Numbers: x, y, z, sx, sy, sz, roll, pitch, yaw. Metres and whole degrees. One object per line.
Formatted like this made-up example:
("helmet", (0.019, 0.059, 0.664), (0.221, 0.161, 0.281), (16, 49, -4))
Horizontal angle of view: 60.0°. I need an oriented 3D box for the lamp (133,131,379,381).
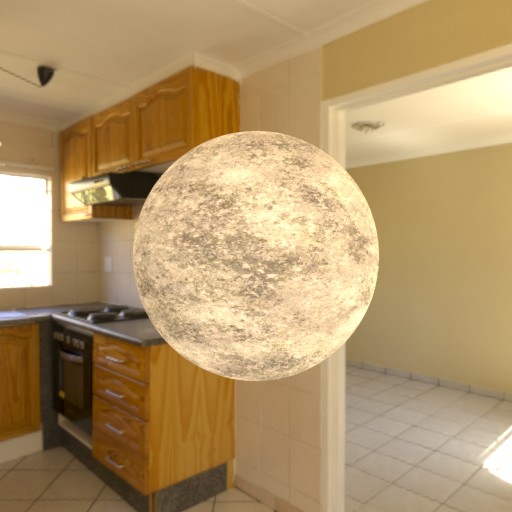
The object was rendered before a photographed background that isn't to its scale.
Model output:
("lamp", (0.000, 0.000, 0.788), (0.422, 0.429, 0.422), (0, 1, 0))
